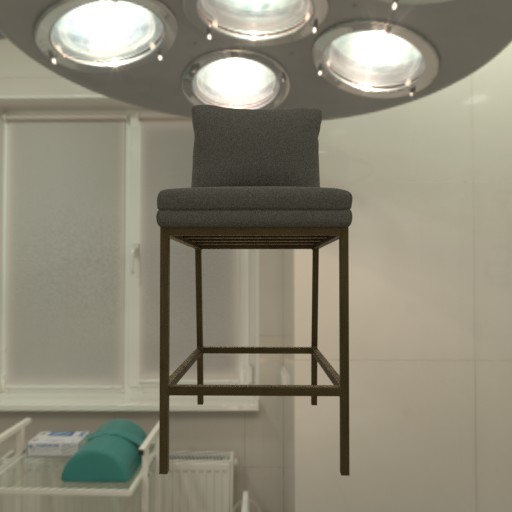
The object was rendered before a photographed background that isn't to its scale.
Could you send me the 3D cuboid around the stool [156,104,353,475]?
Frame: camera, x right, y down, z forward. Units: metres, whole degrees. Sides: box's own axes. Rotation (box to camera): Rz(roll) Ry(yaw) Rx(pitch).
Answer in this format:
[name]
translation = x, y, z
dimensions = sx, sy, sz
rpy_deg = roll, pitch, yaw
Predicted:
[stool]
translation = 0.000, 0.000, 1.310
dimensions = 0.463, 1.030, 0.569
rpy_deg = 0, -1, 1
